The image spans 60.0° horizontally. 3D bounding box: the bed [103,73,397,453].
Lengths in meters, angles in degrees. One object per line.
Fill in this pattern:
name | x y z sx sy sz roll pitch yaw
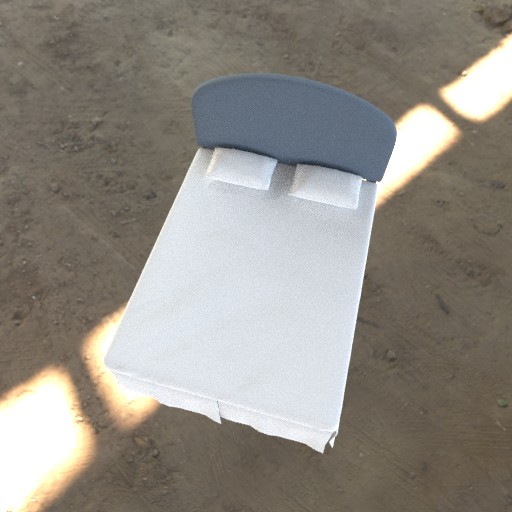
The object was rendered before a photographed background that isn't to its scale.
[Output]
bed | 0.000 0.000 3.033 1.607 1.410 2.005 13 60 8
